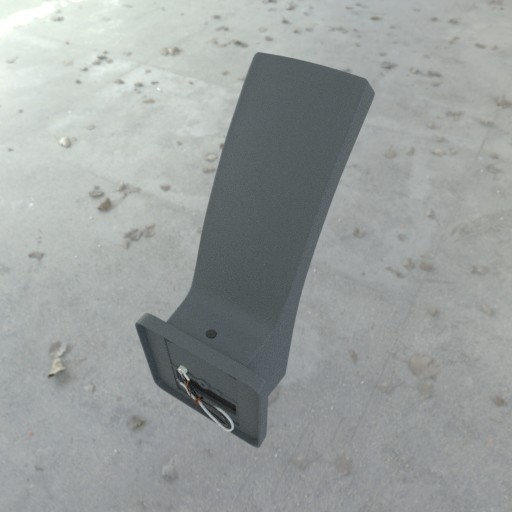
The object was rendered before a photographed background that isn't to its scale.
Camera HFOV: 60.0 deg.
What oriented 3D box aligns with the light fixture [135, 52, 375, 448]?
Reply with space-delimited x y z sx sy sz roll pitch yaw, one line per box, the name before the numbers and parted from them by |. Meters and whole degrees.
light fixture | 0.000 0.000 0.333 0.108 0.243 0.174 24 51 21
